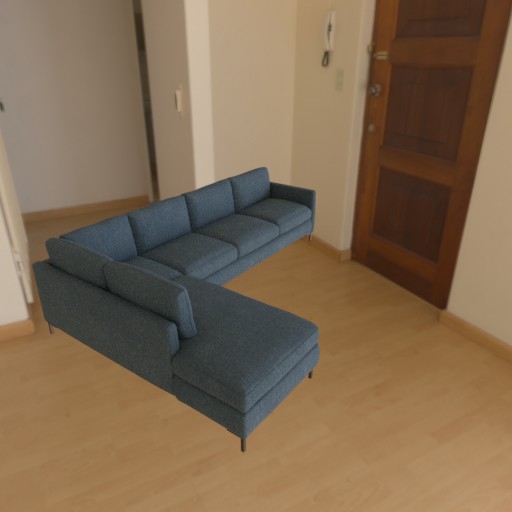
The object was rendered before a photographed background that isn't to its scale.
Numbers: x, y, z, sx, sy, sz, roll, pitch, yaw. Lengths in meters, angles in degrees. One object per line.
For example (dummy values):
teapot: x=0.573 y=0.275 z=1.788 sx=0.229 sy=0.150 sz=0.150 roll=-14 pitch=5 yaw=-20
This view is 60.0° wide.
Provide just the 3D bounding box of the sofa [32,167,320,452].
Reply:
sofa: x=0.000 y=0.000 z=3.868 sx=2.007 sy=0.815 sz=2.949 roll=17 pitch=30 yaw=32
